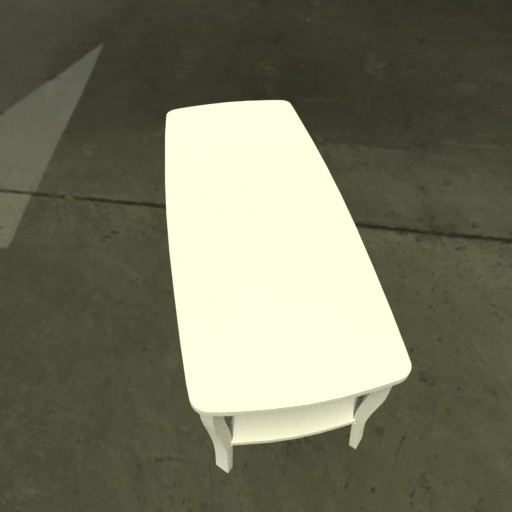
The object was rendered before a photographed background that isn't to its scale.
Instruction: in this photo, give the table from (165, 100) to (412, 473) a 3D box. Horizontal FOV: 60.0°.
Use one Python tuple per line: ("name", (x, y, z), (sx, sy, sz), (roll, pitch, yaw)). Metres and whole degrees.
("table", (0.000, 0.000, 1.575), (0.561, 0.474, 1.334), (-7, 47, -7))
